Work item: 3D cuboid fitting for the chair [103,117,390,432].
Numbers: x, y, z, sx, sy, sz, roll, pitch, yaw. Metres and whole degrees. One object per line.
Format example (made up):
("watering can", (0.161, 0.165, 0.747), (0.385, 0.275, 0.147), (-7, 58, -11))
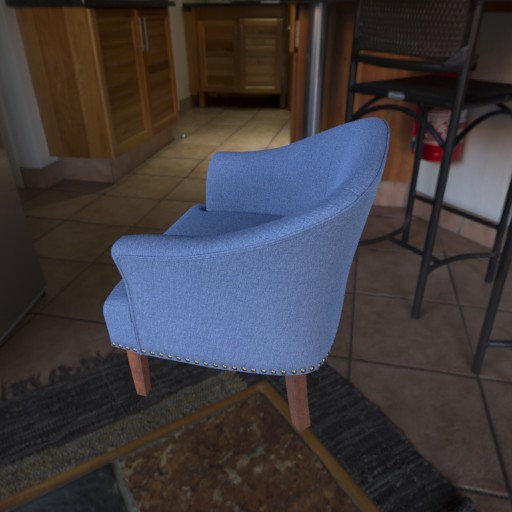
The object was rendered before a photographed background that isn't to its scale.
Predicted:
("chair", (0.000, 0.000, 1.407), (0.704, 0.815, 0.798), (8, 31, 13))
